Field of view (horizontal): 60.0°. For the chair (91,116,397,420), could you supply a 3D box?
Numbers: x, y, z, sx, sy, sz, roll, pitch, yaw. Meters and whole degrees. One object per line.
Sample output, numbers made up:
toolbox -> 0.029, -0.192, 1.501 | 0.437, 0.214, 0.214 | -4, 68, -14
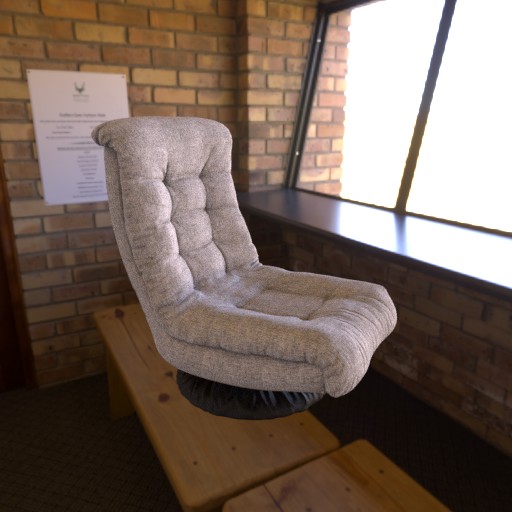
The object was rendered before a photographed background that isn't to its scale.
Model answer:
chair -> 0.000, 0.000, 0.991 | 0.583, 0.600, 0.400 | 9, 18, 27
